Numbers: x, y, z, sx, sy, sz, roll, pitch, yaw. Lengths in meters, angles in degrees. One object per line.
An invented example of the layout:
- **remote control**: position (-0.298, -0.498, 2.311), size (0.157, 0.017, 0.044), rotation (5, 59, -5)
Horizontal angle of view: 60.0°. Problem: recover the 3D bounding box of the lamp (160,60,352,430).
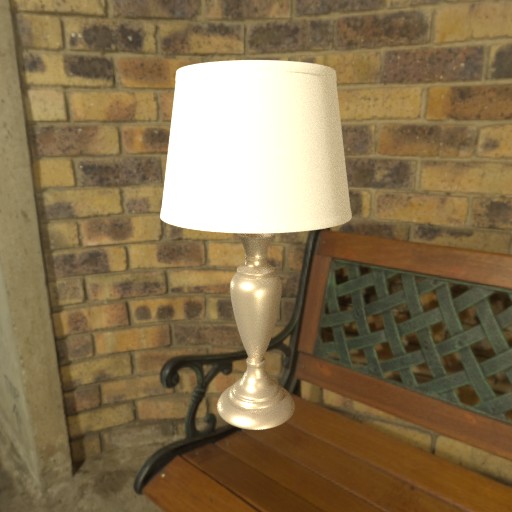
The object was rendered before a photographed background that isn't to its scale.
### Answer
- **lamp**: position (0.000, 0.000, 0.796), size (0.328, 0.612, 0.328), rotation (0, 15, 0)
